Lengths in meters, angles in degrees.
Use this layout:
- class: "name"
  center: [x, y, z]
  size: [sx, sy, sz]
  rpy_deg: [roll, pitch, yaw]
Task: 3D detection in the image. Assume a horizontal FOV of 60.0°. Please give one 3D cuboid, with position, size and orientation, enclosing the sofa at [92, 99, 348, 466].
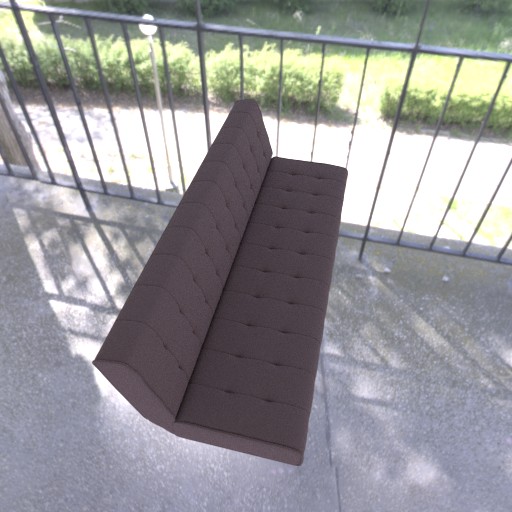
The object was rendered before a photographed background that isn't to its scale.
- class: "sofa"
  center: [0.000, 0.000, 2.125]
  size: [0.747, 0.699, 1.703]
  rpy_deg: [10, 48, 9]
